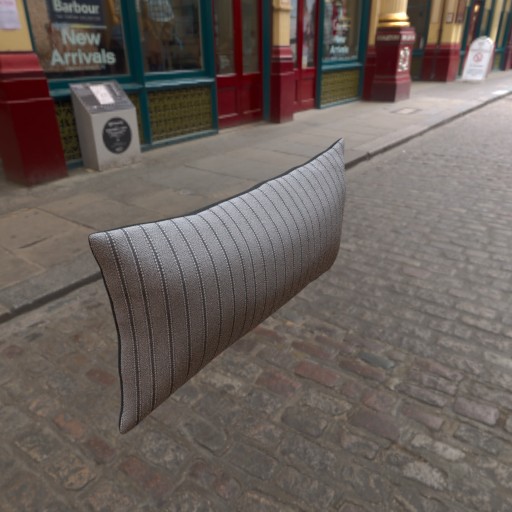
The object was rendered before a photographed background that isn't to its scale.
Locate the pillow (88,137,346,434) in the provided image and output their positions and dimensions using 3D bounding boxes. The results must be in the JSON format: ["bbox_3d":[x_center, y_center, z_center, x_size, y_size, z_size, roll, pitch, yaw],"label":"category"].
[{"bbox_3d":[0.000,0.000,0.750,0.151,0.305,0.609,17,30,32],"label":"pillow"}]
